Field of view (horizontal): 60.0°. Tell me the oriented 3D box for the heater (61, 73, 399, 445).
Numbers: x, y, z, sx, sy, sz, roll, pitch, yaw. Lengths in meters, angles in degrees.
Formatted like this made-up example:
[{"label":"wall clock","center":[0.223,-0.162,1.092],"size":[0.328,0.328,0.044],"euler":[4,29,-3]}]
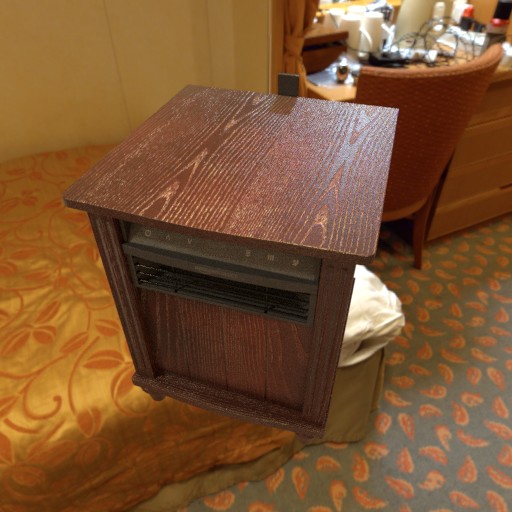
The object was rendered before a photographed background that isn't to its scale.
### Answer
[{"label":"heater","center":[0.000,0.000,0.745],"size":[0.362,0.481,0.400],"euler":[11,42,13]}]
